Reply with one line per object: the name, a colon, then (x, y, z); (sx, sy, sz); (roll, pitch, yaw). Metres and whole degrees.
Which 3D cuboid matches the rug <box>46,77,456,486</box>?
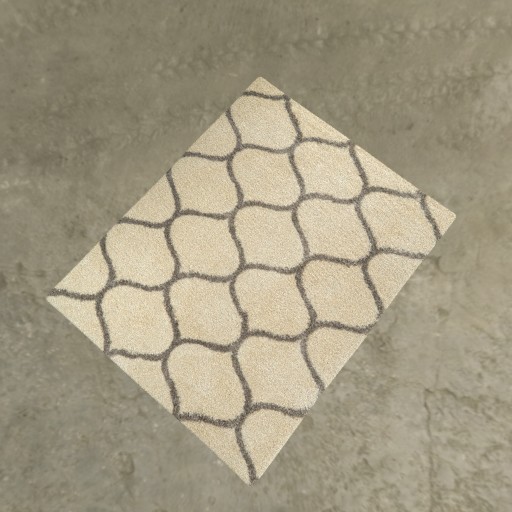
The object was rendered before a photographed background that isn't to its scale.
rug: (0.000, 0.000, 4.040); (2.399, 0.026, 3.000); (39, 78, 10)
